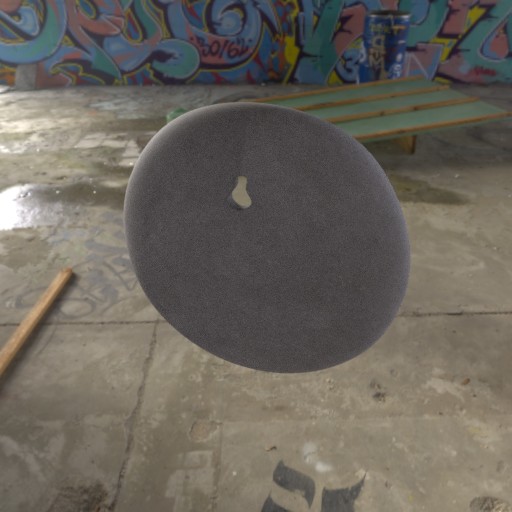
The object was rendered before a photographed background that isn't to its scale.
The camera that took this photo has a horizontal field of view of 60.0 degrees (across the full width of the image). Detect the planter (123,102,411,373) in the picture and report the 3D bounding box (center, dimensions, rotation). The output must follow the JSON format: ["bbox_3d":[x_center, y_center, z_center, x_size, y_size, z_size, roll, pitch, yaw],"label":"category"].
[{"bbox_3d":[0.000,0.000,0.281,0.185,0.188,0.071,10,34,15],"label":"planter"}]
